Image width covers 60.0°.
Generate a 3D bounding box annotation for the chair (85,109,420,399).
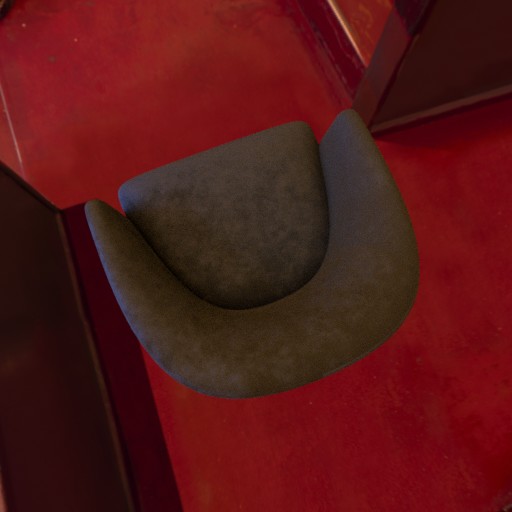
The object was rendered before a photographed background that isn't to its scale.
[{"bbox_3d":[0.000,0.000,1.330,0.773,0.698,0.767,-21,75,-6],"label":"chair"}]
